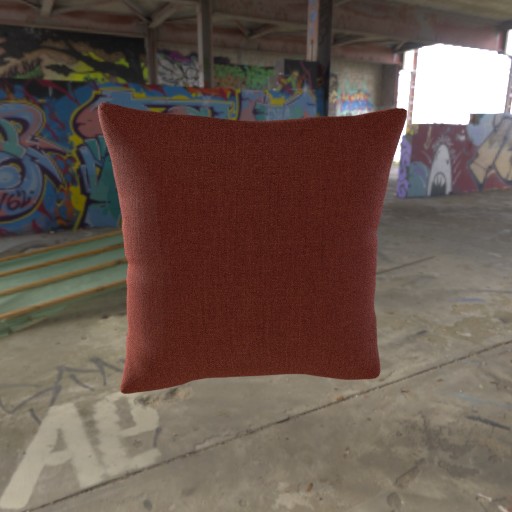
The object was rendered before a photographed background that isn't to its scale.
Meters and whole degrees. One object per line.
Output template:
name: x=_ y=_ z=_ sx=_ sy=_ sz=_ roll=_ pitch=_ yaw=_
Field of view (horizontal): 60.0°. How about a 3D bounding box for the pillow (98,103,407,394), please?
pillow: x=0.000 y=0.000 z=0.669 sx=0.429 sy=0.434 sz=0.159 roll=-2 pitch=16 yaw=-7
